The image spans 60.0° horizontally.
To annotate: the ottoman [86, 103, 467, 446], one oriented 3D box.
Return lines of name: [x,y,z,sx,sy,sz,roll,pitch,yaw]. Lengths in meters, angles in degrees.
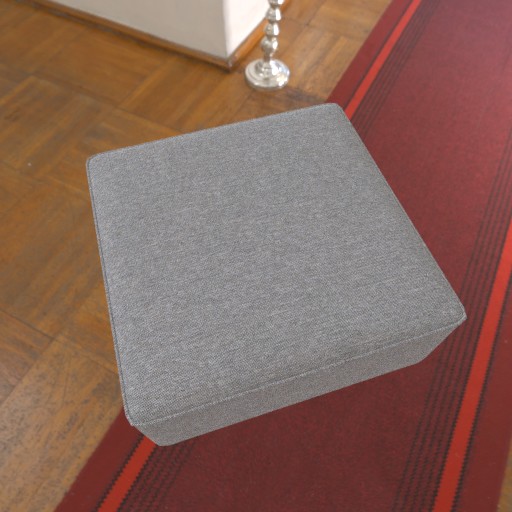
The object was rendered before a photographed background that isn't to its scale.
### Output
ottoman: [0.000,0.000,1.602,1.005,0.455,1.005,-15,60,-9]
